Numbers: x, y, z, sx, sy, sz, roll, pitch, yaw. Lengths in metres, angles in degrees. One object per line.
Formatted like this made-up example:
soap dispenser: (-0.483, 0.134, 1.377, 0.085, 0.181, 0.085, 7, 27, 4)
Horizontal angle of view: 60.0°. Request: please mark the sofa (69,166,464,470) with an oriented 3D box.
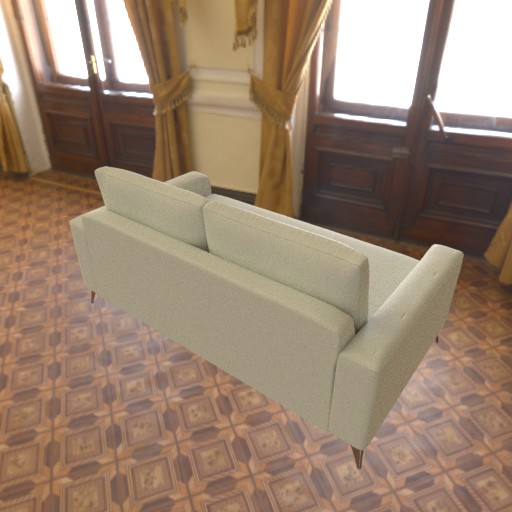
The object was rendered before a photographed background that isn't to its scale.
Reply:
sofa: (0.000, 0.000, 2.123, 1.650, 0.790, 0.920, 22, 37, 32)
